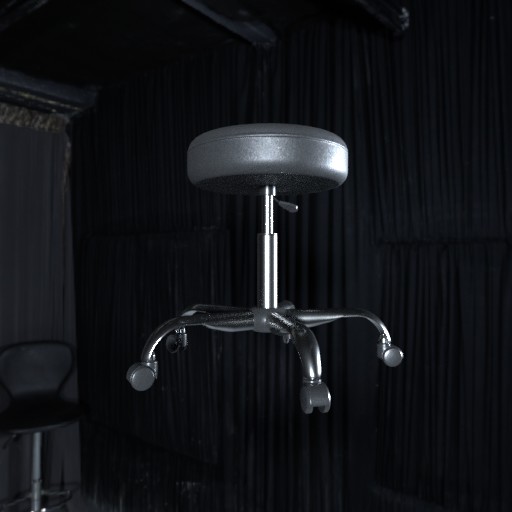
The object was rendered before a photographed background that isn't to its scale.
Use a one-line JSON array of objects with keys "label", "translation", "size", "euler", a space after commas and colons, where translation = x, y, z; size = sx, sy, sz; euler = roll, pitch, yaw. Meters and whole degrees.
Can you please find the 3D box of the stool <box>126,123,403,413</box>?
[{"label": "stool", "translation": [0.000, 0.000, 1.160], "size": [0.638, 0.576, 0.673], "euler": [0, 0, 35]}]
